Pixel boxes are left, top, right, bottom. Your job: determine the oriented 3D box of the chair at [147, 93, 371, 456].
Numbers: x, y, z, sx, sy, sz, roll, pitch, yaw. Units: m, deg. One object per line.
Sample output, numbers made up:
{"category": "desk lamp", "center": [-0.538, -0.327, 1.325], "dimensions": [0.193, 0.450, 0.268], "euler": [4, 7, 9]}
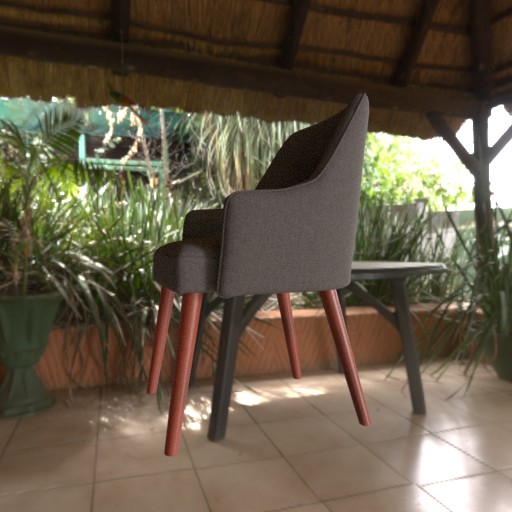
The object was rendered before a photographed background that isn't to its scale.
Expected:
{"category": "chair", "center": [0.000, 0.000, 1.231], "dimensions": [0.560, 0.838, 0.559], "euler": [0, 1, -19]}
